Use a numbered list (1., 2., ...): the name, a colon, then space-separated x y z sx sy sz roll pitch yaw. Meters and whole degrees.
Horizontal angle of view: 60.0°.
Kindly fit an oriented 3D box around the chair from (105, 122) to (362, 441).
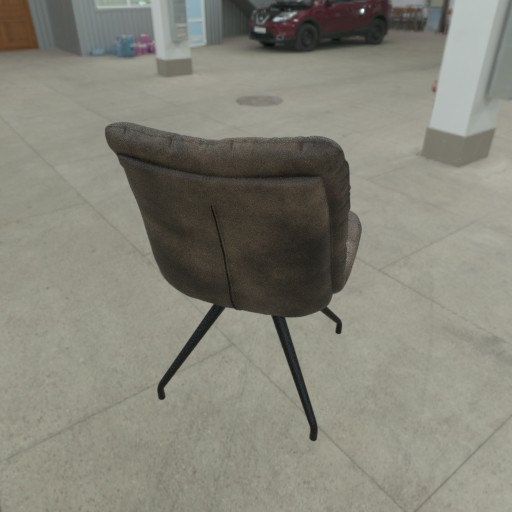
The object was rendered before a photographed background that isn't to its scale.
1. chair: 0.000 0.000 1.264 0.549 0.870 0.622 10 33 15
